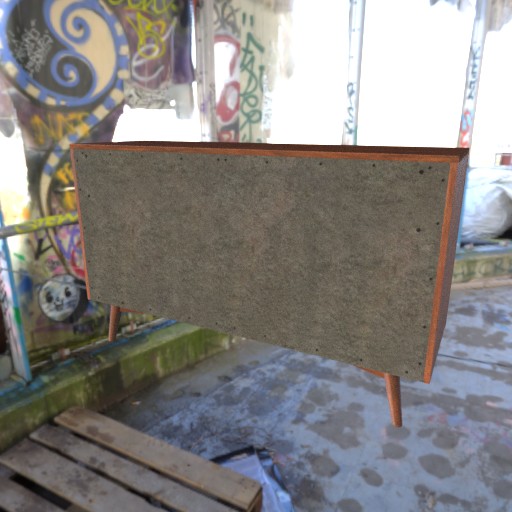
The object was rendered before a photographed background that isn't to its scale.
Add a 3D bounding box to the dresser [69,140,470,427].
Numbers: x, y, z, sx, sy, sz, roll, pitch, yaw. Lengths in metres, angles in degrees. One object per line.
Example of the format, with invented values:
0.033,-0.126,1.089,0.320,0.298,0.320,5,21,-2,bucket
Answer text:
0.000,0.000,1.834,1.472,0.889,0.500,9,19,27,dresser
